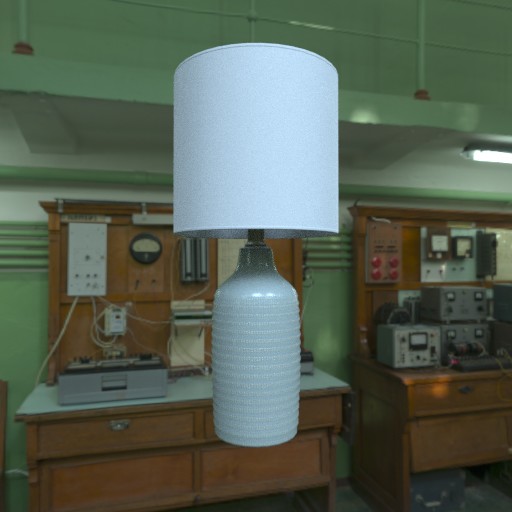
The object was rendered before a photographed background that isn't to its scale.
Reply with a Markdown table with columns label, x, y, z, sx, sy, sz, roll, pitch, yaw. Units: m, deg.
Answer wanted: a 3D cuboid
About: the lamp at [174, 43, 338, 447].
| label | x | y | z | sx | sy | sz | roll | pitch | yaw |
| --- | --- | --- | --- | --- | --- | --- | --- | --- | --- |
| lamp | 0.000 | 0.000 | 0.603 | 0.220 | 0.475 | 0.220 | 0 | -1 | -17 |
